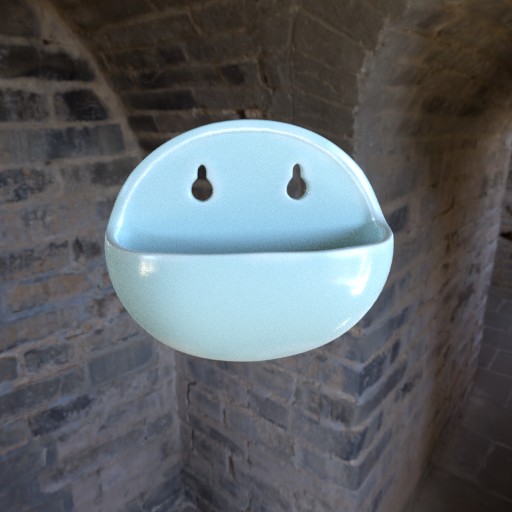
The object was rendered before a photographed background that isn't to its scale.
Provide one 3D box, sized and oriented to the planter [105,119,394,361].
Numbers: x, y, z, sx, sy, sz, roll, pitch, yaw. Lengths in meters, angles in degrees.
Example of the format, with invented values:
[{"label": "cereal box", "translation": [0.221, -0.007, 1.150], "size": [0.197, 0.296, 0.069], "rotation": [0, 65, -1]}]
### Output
[{"label": "planter", "translation": [0.000, 0.000, 0.276], "size": [0.189, 0.164, 0.073], "rotation": [-2, 17, -7]}]
